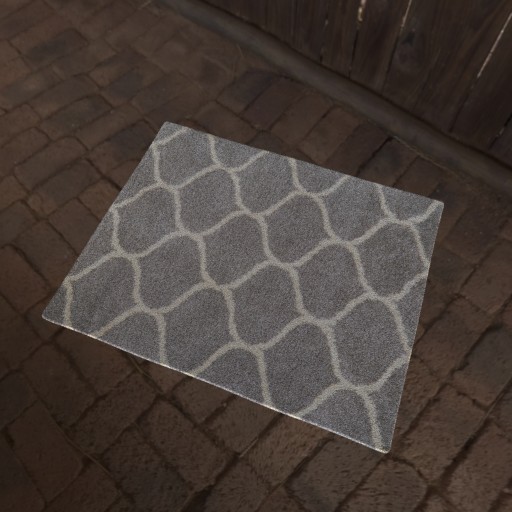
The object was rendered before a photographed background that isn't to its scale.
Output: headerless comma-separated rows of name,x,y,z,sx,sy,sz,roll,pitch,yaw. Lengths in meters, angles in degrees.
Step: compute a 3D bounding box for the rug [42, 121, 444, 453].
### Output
rug,0.000,0.000,4.029,3.000,0.026,2.399,19,64,10
